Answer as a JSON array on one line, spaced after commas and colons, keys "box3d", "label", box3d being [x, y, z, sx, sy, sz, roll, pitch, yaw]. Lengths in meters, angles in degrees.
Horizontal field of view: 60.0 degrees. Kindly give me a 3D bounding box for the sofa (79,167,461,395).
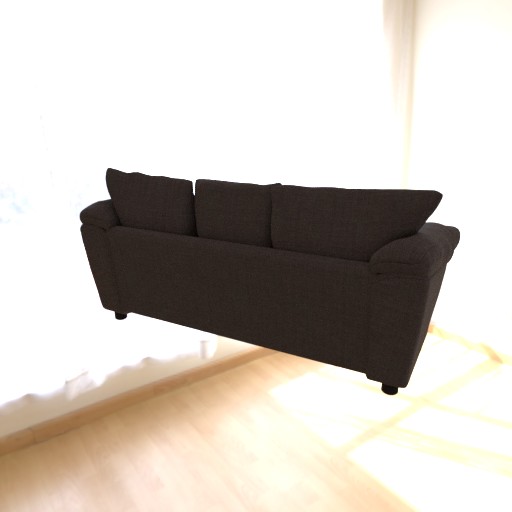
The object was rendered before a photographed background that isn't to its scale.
[{"box3d": [0.000, 0.000, 2.879, 2.336, 1.080, 0.883, 9, 19, 27], "label": "sofa"}]
